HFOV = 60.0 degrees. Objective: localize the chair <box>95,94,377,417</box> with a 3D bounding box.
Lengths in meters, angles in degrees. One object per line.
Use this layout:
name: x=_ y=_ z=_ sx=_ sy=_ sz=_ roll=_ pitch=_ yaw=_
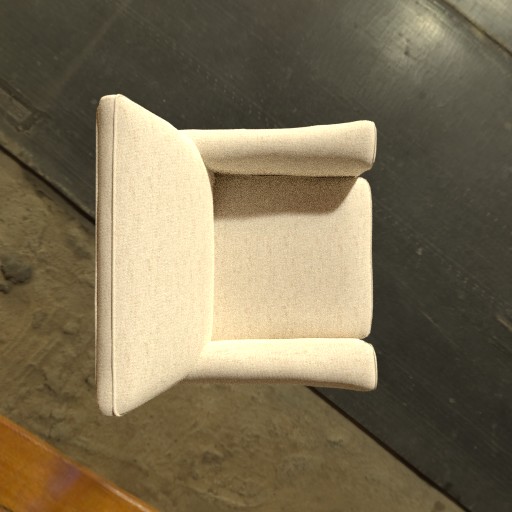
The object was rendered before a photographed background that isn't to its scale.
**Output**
chair: x=0.000 y=0.000 z=1.570 sx=0.823 sy=0.943 sz=0.870 roll=0 pitch=89 yaw=0
